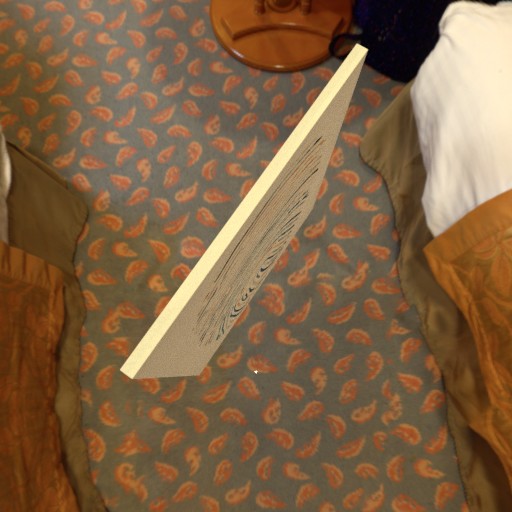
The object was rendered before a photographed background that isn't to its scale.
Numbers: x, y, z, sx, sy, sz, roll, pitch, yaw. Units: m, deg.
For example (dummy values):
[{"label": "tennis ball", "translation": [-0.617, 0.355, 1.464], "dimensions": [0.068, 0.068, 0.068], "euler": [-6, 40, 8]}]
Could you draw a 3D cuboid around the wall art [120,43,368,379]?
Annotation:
[{"label": "wall art", "translation": [0.000, 0.000, 0.986], "dimensions": [0.021, 0.710, 0.609], "euler": [33, 78, 8]}]
